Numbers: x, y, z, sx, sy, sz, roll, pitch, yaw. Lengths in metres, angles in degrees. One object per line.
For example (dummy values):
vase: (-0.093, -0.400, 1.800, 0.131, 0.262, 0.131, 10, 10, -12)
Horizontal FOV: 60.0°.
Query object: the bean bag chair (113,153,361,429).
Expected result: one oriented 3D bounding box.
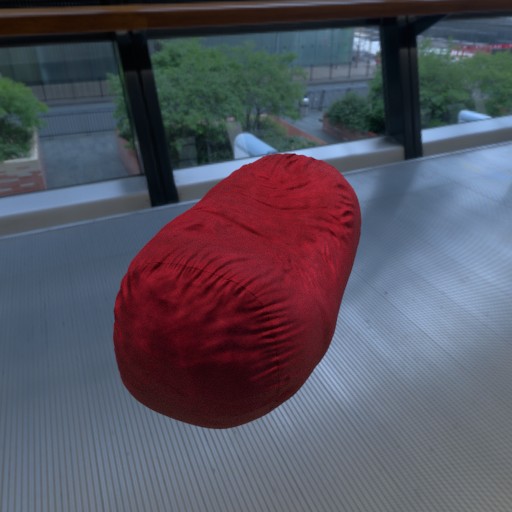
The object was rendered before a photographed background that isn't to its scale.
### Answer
bean bag chair: (0.000, 0.000, 2.871, 1.216, 0.867, 2.293, 11, 33, 18)
